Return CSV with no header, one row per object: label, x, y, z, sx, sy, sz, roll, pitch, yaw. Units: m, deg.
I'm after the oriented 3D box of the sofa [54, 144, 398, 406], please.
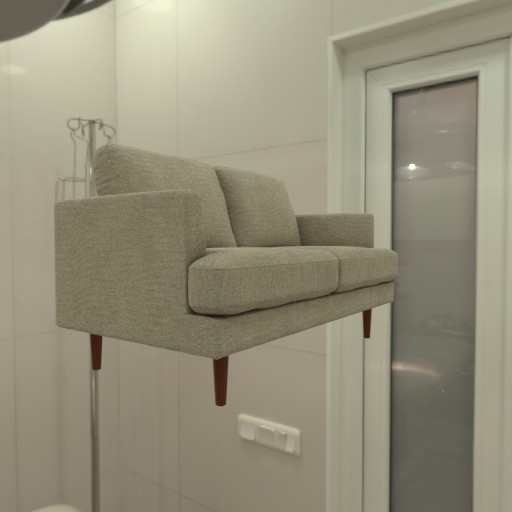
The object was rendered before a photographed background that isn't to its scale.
sofa,0.000,0.000,2.149,0.903,0.944,1.582,1,2,36
